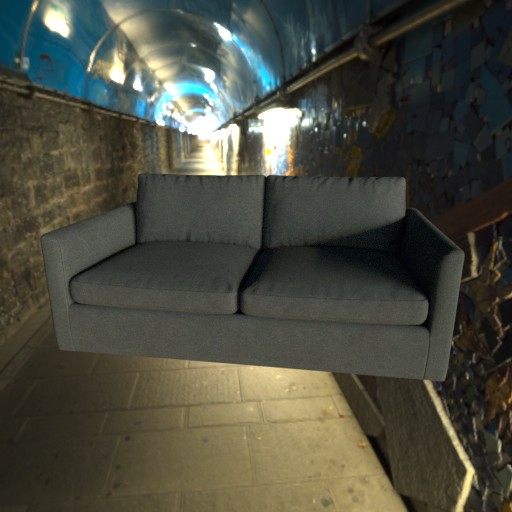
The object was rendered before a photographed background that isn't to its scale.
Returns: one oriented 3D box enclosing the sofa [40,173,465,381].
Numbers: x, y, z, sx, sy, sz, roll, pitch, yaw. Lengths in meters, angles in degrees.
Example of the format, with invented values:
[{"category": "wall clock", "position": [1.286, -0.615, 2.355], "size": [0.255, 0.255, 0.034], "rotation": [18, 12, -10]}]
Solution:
[{"category": "sofa", "position": [0.000, 0.000, 2.512], "size": [1.909, 0.845, 1.091], "rotation": [2, 16, 9]}]
